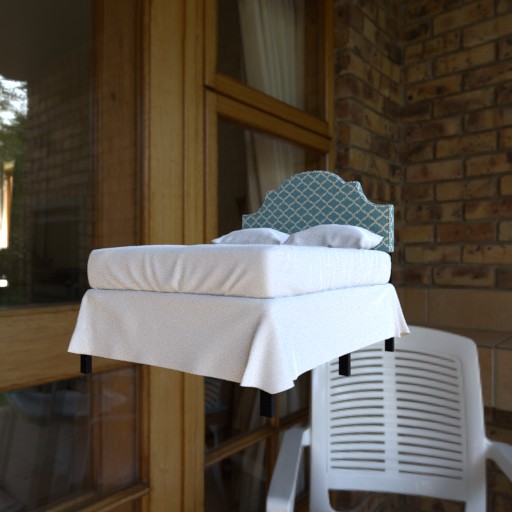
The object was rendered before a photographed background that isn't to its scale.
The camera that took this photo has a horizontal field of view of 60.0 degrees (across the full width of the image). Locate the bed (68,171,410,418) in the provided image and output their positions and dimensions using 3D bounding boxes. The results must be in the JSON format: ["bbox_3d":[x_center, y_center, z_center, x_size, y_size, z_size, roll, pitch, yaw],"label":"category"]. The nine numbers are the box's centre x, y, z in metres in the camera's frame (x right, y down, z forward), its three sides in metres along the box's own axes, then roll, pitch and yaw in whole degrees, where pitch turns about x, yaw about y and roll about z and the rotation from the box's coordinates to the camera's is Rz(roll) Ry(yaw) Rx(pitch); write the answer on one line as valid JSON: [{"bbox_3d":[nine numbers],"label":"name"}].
[{"bbox_3d":[0.000,0.000,3.456,1.780,1.633,2.222,0,-1,34],"label":"bed"}]
